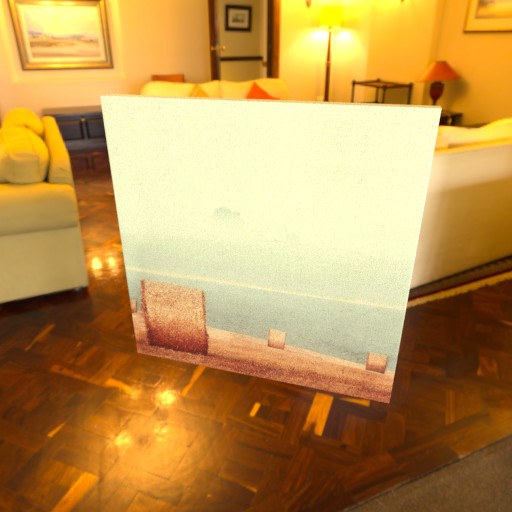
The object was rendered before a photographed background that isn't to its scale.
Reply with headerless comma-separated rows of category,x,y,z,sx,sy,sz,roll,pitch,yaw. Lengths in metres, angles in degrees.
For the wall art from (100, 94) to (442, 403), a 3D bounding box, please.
wall art,0.000,0.000,0.905,0.605,0.605,0.034,7,27,15
